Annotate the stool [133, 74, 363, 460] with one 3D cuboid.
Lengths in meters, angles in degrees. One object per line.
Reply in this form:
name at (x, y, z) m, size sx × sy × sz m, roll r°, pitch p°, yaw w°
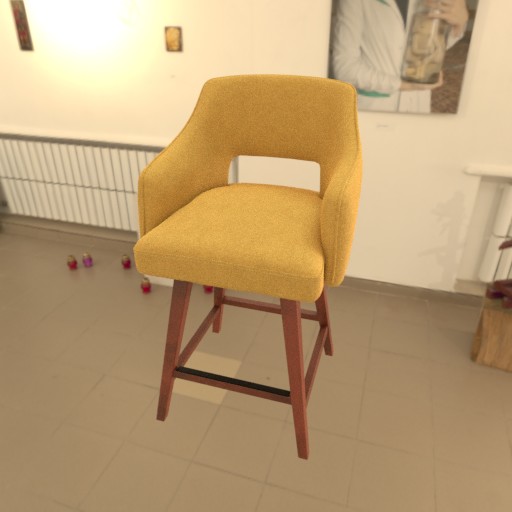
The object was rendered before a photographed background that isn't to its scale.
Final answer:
stool at (0.000, 0.000, 1.282) m, size 0.548 × 0.924 × 0.558 m, roll 8°, pitch 29°, yaw 15°
